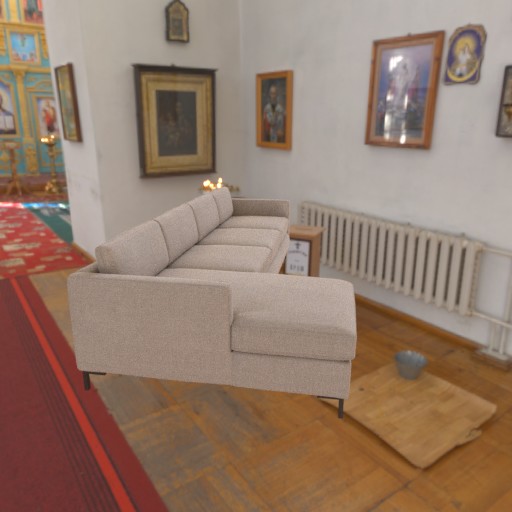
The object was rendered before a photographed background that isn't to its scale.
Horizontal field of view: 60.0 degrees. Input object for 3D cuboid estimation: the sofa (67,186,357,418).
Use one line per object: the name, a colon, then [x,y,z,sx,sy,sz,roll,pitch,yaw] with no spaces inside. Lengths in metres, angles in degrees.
sofa: [0.000,0.000,3.540,1.469,0.816,2.923,3,16,10]
